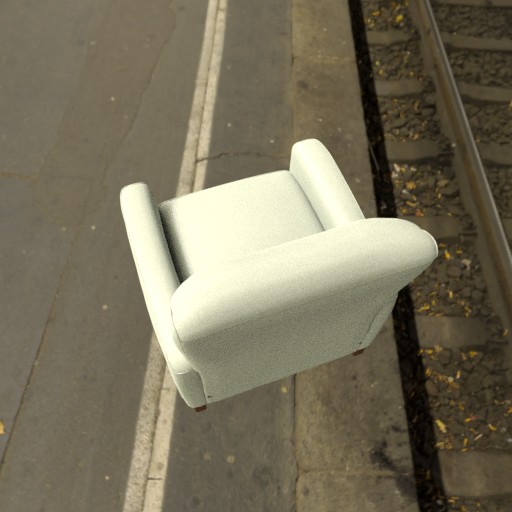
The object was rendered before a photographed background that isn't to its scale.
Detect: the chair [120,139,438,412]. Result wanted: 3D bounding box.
[{"bbox_3d":[0.000,0.000,1.630,0.853,1.007,0.846,-17,59,-10],"label":"chair"}]
